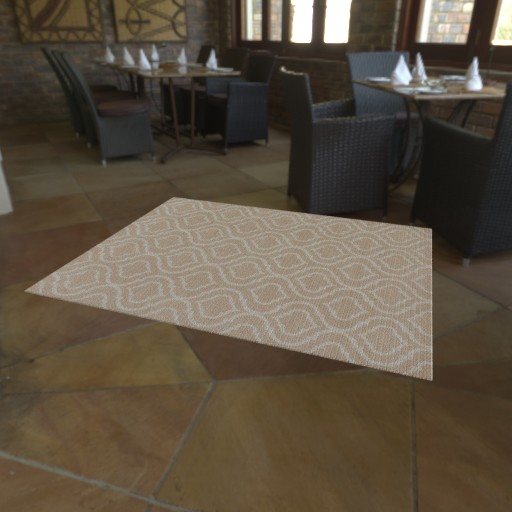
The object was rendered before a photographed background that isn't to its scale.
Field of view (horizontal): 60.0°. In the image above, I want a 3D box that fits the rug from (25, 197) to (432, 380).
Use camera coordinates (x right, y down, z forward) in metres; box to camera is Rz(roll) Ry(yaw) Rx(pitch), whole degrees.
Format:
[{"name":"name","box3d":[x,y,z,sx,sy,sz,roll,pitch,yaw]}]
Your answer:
[{"name":"rug","box3d":[0.000,0.000,3.871,2.894,0.013,2.286,9,28,17]}]
